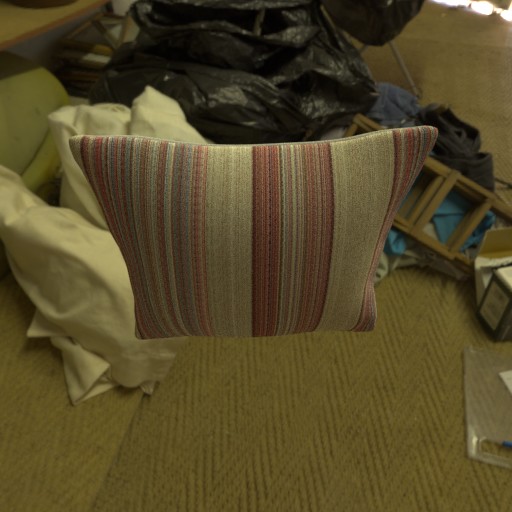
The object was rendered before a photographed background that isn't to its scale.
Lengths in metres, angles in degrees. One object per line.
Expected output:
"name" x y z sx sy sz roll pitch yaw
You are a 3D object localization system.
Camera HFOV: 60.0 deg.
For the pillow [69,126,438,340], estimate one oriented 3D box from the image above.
"pillow" 0.000 0.000 0.661 0.437 0.419 0.136 -2 46 -2
